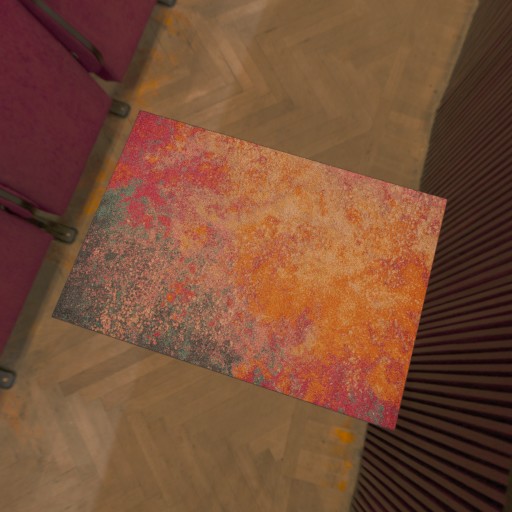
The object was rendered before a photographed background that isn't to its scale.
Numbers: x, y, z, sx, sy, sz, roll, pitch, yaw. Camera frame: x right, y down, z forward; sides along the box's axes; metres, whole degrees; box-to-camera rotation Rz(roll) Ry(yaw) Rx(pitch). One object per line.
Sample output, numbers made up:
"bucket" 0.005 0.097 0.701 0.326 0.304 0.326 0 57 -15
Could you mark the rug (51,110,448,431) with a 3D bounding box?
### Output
"rug" 0.000 0.000 3.760 2.896 0.013 2.007 17 77 4
